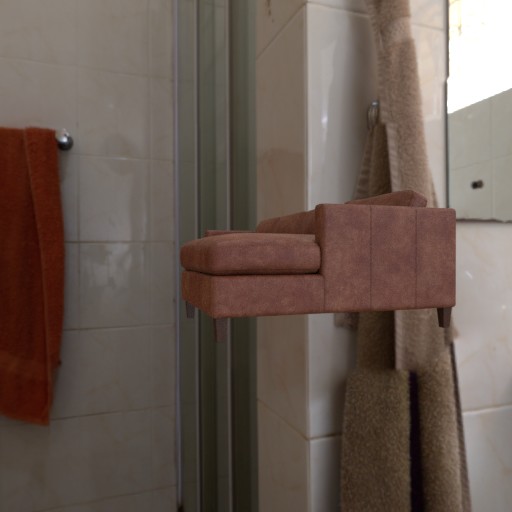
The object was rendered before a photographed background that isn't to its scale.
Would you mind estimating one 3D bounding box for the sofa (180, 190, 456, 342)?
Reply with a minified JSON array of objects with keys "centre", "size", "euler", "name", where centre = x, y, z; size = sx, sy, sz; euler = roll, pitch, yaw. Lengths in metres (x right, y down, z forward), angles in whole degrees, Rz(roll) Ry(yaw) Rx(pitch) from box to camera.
[{"centre":[0.000,0.000,4.022],"size":[1.581,0.883,3.203],"euler":[0,0,-18],"name":"sofa"}]
